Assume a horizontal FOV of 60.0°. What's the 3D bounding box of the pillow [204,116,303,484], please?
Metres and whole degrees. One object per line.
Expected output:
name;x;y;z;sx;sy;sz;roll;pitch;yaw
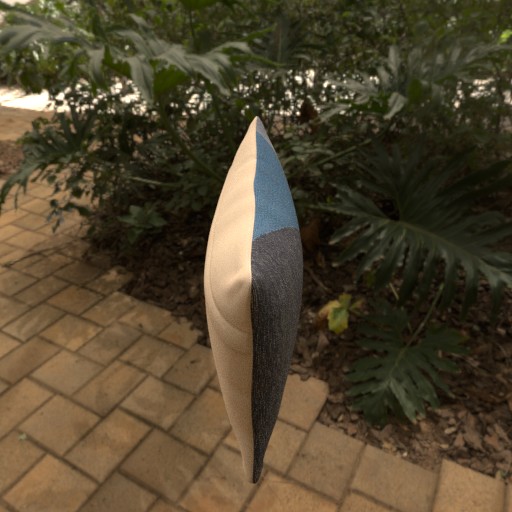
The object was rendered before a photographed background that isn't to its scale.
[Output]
pillow;0.000;0.000;0.726;0.148;0.307;0.604;0;31;1
